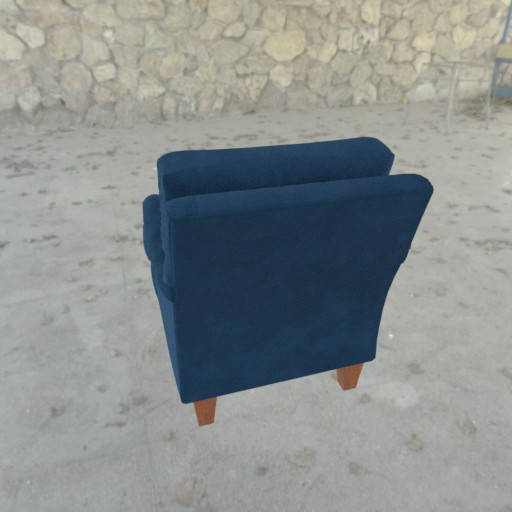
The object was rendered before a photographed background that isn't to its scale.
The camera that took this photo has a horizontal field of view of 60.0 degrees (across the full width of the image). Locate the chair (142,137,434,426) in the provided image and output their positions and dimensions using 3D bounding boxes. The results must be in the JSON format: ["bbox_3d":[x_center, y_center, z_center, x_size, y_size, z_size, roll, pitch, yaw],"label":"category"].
[{"bbox_3d":[0.000,0.000,1.916,0.895,1.076,1.078,-8,28,-16],"label":"chair"}]
